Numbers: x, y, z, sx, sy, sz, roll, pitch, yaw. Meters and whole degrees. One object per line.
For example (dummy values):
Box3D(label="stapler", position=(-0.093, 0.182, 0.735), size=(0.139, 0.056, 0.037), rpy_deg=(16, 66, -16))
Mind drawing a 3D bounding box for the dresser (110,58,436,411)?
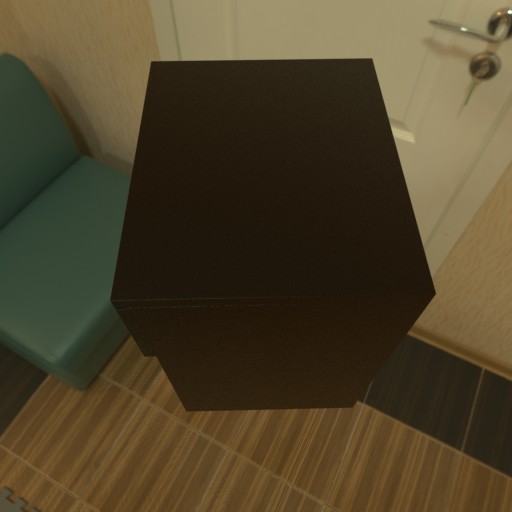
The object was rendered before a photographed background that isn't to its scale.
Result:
Box3D(label="dresser", position=(0.000, 0.000, 0.757), size=(0.360, 0.470, 0.400), rpy_deg=(-1, 58, -1))
